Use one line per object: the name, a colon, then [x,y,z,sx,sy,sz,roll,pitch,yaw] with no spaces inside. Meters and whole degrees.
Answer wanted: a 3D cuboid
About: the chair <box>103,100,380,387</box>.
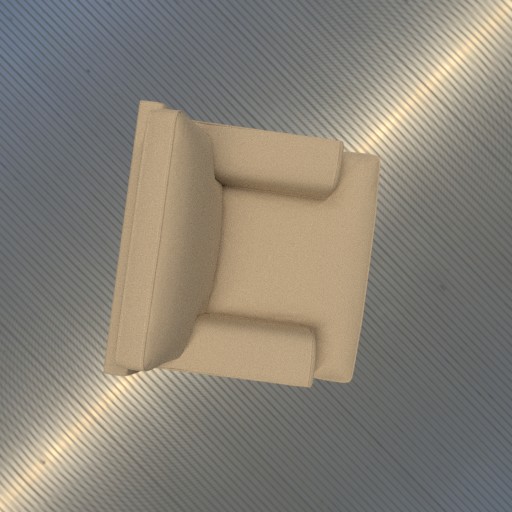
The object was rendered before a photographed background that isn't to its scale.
chair: [0.000,0.000,2.128,1.274,1.005,1.293,0,90,0]
